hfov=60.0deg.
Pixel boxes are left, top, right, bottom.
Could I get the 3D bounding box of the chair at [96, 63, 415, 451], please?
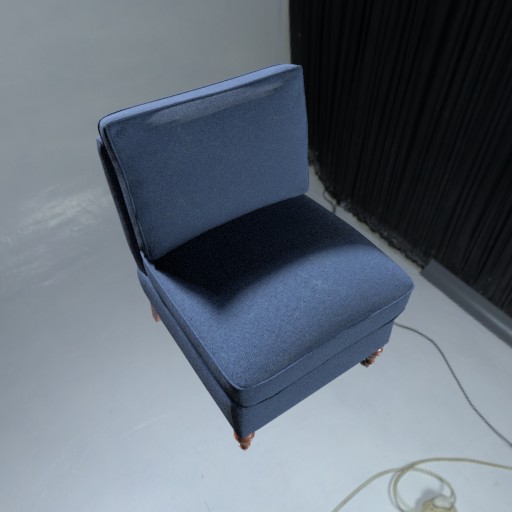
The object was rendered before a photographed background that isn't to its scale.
[{"bbox_3d":[0.000,0.000,1.600,0.724,1.052,0.912,-26,51,-23],"label":"chair"}]
